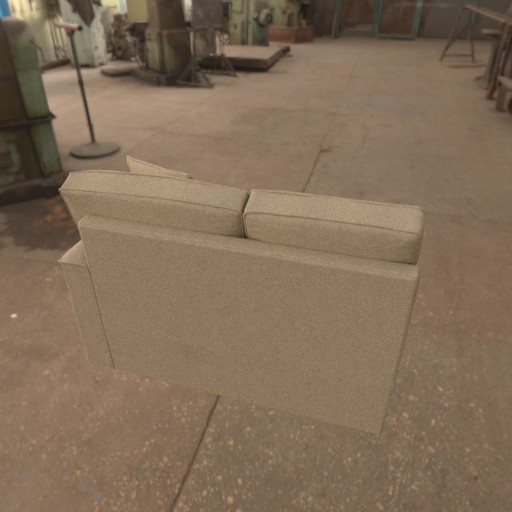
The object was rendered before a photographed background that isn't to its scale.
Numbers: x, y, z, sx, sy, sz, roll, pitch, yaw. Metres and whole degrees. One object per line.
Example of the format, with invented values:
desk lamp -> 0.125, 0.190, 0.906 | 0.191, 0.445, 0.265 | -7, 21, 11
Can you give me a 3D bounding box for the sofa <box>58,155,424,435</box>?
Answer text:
sofa -> 0.000, 0.000, 2.079 | 1.388, 0.989, 0.991 | 9, 33, 14
